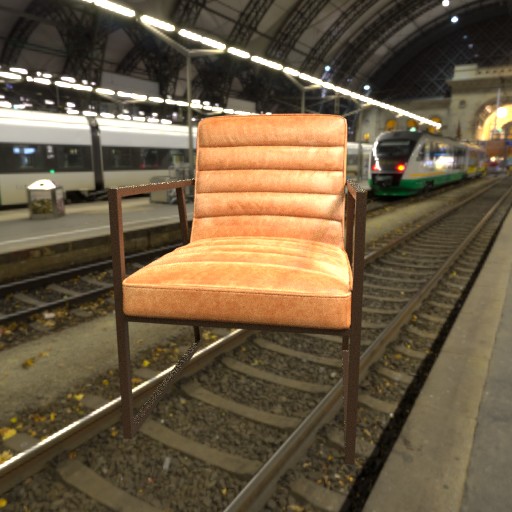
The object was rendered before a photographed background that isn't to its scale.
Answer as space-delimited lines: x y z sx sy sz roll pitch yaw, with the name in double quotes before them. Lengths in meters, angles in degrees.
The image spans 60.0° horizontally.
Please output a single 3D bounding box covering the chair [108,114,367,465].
"chair" 0.000 0.000 1.273 0.571 0.832 0.677 2 12 10
